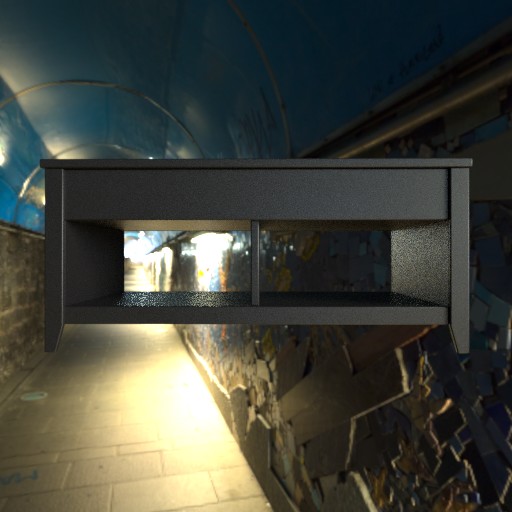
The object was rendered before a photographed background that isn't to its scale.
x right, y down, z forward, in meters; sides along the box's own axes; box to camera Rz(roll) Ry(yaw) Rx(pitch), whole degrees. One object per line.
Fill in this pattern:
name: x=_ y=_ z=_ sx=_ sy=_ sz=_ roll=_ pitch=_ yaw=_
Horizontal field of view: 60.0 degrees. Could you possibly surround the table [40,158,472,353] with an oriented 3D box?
table: x=0.000 y=0.000 z=1.280 sx=1.016 sy=0.457 sz=0.483 roll=0 pitch=0 yaw=1
